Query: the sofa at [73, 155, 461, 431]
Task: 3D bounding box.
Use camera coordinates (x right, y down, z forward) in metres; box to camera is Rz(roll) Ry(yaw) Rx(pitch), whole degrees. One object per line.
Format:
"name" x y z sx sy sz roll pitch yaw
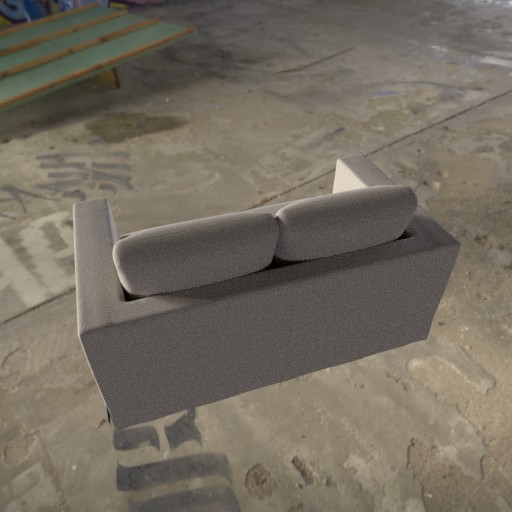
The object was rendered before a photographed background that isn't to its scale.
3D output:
"sofa" 0.000 0.000 2.419 1.813 0.932 1.009 -12 42 -14
